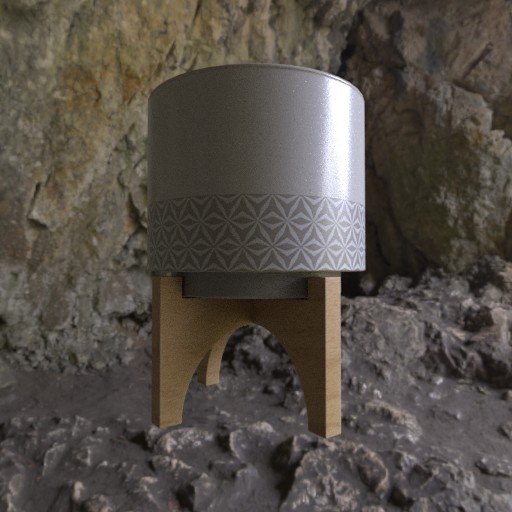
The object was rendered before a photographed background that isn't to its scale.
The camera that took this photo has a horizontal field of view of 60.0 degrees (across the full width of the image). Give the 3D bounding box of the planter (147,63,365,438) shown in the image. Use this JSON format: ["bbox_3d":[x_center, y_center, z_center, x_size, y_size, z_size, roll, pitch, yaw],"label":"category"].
[{"bbox_3d":[0.000,0.000,0.393,0.188,0.260,0.188,0,-1,0],"label":"planter"}]
